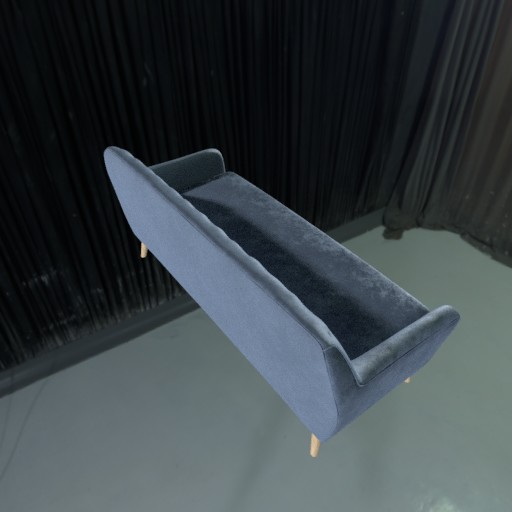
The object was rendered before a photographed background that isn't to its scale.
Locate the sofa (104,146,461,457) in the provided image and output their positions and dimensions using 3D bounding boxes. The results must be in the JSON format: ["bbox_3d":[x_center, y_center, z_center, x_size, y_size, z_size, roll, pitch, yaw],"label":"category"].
[{"bbox_3d":[0.000,0.000,2.416,0.841,0.832,1.975,-25,46,-27],"label":"sofa"}]
